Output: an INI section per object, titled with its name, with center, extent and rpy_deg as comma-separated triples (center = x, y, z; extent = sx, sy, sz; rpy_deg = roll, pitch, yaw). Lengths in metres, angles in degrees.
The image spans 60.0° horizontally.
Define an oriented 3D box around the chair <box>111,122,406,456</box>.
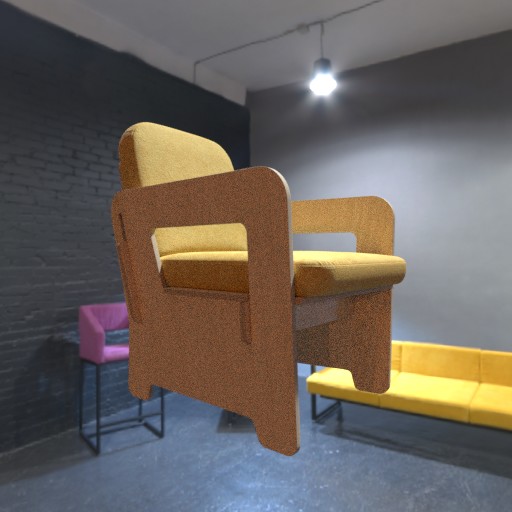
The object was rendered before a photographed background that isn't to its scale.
[chair]
center = 0.000, 0.000, 1.252
extent = 0.710, 0.800, 0.590
rpy_deg = 0, 1, 37
